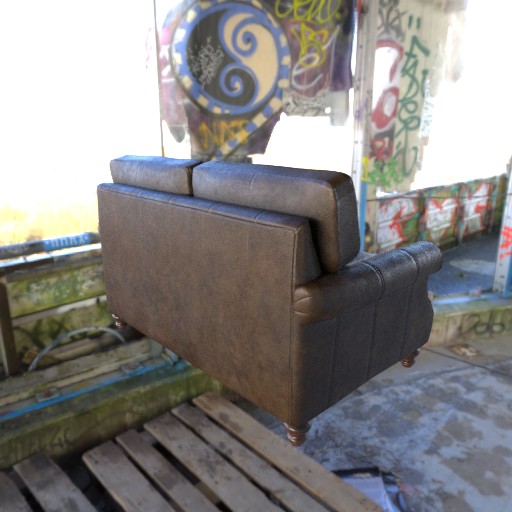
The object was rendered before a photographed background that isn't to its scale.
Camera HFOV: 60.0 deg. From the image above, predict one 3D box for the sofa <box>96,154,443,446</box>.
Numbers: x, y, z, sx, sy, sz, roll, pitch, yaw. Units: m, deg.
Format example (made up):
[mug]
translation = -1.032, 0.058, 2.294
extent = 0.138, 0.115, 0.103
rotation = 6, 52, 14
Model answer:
[sofa]
translation = 0.000, 0.000, 2.231
extent = 0.990, 0.976, 1.616
rotation = -15, 21, -41
